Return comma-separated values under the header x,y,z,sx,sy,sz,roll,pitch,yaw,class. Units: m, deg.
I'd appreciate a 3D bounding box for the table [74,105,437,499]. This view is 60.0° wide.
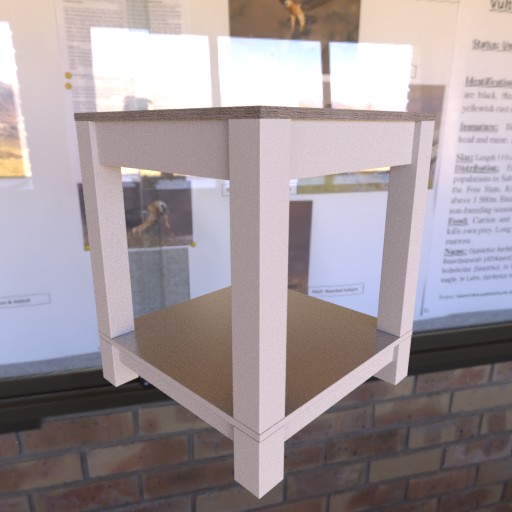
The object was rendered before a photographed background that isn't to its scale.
x,y,z,sx,sy,sz,roll,pitch,yaw,class
0.000,0.000,0.956,0.506,0.587,0.504,15,22,42,table
